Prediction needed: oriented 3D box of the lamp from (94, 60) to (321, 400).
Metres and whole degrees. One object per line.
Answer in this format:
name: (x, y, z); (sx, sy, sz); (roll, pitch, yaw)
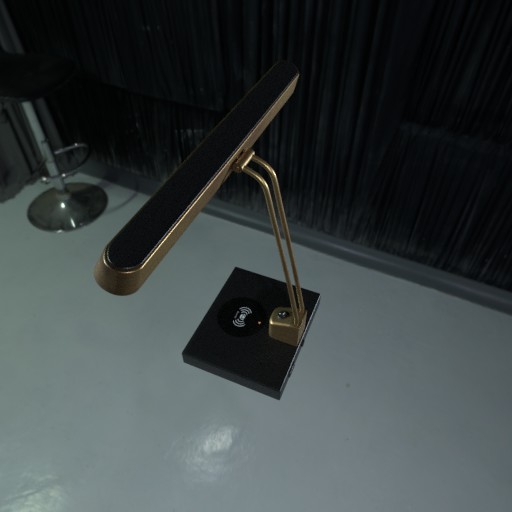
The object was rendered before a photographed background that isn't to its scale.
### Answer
lamp: (0.000, 0.000, 0.576); (0.156, 0.345, 0.412); (17, 49, 16)
